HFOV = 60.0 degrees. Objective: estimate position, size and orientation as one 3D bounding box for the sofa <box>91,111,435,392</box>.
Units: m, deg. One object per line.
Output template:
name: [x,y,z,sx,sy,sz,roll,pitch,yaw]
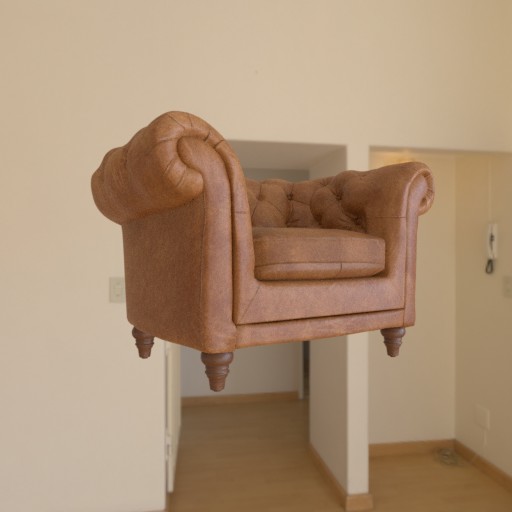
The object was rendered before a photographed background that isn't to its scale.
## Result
sofa: [0.000,0.000,2.020,1.405,0.878,1.033,0,0,-34]
